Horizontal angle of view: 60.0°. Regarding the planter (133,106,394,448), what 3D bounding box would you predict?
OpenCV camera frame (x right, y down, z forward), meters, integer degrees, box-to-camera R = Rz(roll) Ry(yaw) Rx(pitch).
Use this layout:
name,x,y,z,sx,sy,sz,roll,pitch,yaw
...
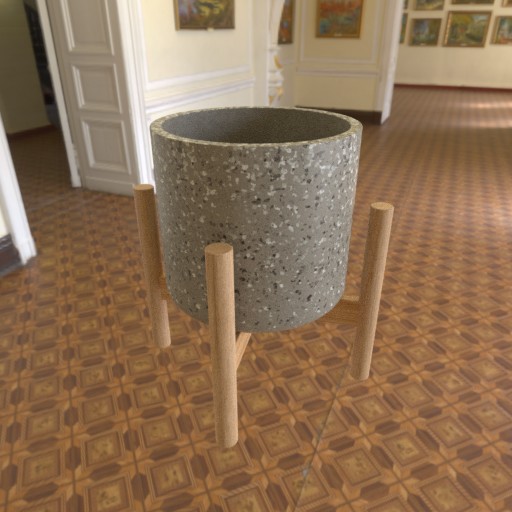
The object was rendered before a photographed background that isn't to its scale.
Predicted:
name,x,y,z,sx,sy,sz,roll,pitch,yaw
planter,0.000,0.000,0.545,0.284,0.320,0.284,18,32,31
